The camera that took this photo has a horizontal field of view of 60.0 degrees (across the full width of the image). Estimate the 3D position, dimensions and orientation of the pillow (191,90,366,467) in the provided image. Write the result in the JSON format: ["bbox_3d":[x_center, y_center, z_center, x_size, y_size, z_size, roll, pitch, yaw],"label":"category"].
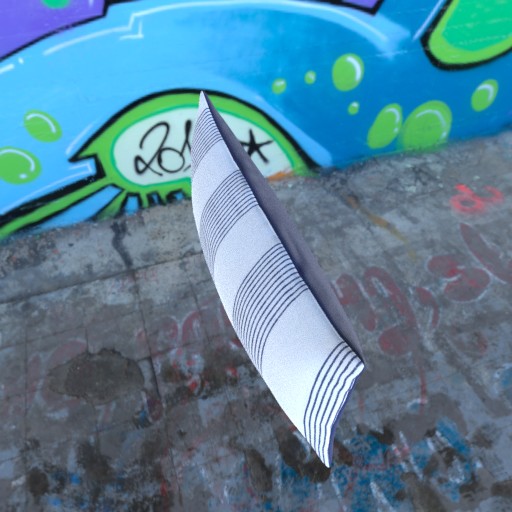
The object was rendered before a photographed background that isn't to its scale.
[{"bbox_3d":[0.000,0.000,0.731,0.151,0.287,0.610,-15,49,-14],"label":"pillow"}]
